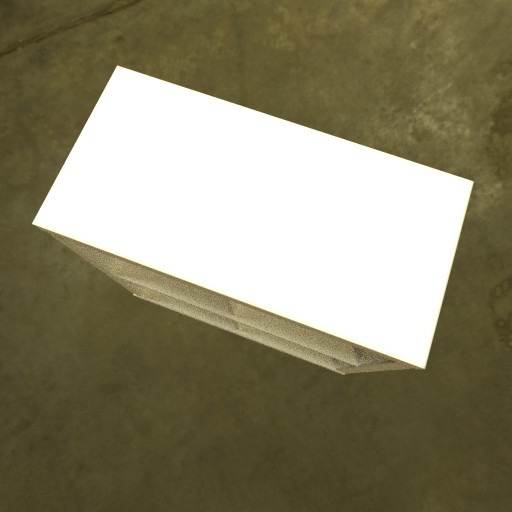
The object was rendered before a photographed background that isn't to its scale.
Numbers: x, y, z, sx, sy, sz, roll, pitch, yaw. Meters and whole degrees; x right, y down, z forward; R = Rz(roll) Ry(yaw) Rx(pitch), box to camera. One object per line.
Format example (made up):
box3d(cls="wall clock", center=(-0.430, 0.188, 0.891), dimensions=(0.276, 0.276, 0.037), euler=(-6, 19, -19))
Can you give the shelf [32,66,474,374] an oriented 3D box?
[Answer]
box3d(cls="shelf", center=(0.000, 0.000, 1.258), dimensions=(0.790, 0.786, 0.390), euler=(20, 75, 5))
